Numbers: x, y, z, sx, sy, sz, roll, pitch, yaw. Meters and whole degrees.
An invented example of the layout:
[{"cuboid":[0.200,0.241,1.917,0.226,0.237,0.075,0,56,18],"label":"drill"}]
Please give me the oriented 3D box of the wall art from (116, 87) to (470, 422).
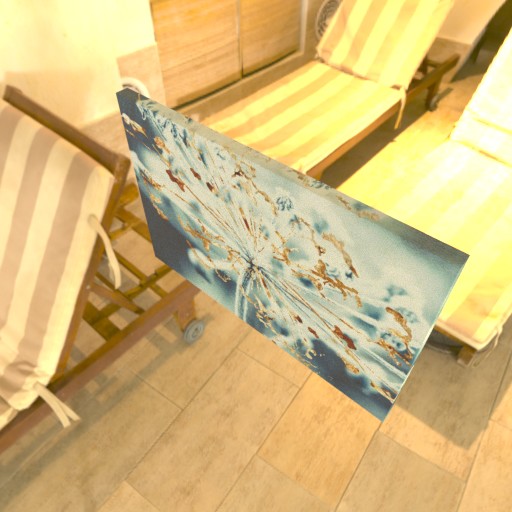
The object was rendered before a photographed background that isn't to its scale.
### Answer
[{"cuboid":[0.000,0.000,1.154,0.912,0.608,0.038,32,55,27],"label":"wall art"}]
